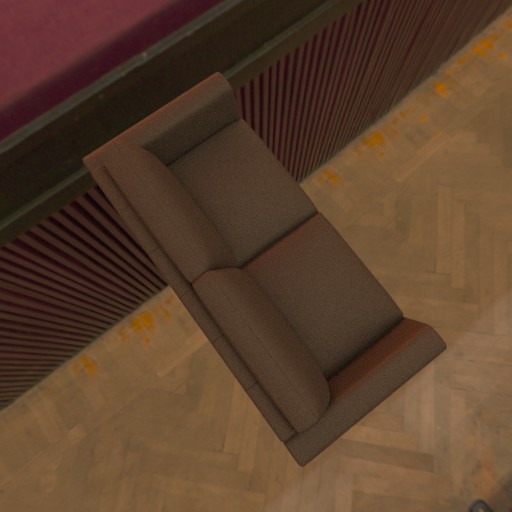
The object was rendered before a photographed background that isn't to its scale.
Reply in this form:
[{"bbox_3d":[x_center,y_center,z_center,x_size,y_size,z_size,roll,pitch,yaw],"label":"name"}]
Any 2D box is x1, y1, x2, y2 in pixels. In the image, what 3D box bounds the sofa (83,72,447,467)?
[{"bbox_3d":[0.000,0.000,2.520,0.953,0.875,2.017,-36,79,-8],"label":"sofa"}]
